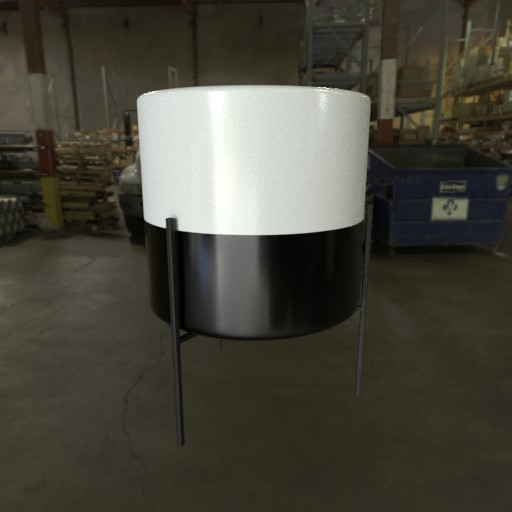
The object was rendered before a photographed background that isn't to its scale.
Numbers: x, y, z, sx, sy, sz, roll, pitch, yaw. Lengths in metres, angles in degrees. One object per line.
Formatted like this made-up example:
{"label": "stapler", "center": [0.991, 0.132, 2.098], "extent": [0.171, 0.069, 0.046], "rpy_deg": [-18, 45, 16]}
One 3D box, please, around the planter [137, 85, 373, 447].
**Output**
{"label": "planter", "center": [0.000, 0.000, 0.643], "extent": [0.310, 0.432, 0.310], "rpy_deg": [-2, 15, -9]}
